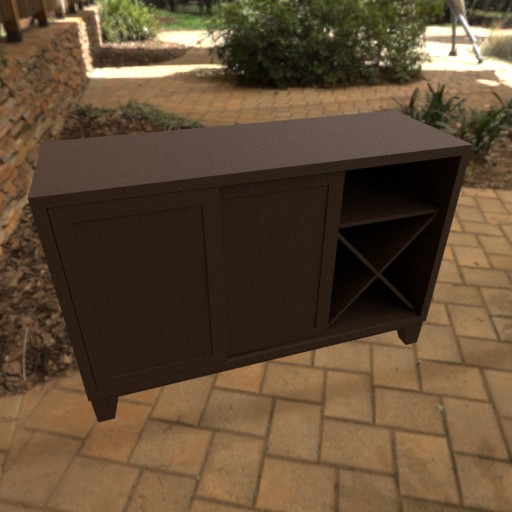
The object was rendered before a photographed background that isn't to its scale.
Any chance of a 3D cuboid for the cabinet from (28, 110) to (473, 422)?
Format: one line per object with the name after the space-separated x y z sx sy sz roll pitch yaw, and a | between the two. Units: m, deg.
0.000 0.000 1.764 1.396 0.914 0.482 -10 33 -15 | cabinet
